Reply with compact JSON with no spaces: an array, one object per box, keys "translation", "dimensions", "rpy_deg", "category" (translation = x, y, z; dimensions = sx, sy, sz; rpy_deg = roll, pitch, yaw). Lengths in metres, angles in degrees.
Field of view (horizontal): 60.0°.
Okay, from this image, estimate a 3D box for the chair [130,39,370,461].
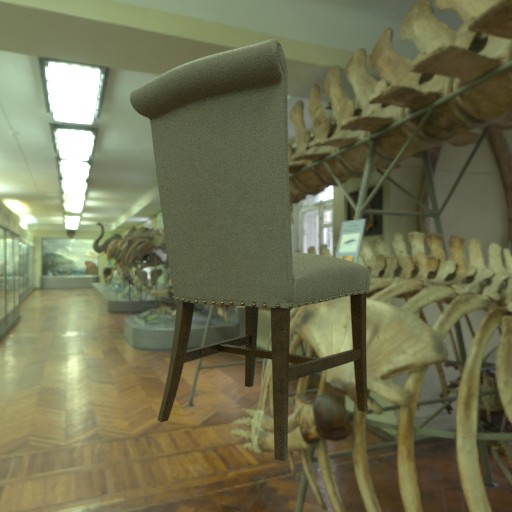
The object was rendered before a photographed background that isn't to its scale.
[{"translation":[0.000,0.000,1.351],"dimensions":[0.513,0.988,0.608],"rpy_deg":[0,-1,37],"category":"chair"}]
